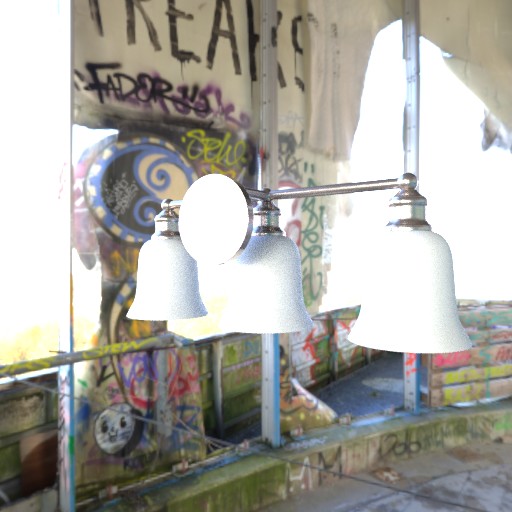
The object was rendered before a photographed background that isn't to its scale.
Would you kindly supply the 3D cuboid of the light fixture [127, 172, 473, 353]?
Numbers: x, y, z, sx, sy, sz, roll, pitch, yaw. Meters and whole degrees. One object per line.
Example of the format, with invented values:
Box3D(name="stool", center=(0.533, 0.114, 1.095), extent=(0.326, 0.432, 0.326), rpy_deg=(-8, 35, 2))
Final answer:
Box3D(name="light fixture", center=(0.000, 0.000, 0.652), extent=(0.570, 0.211, 0.198), rpy_deg=(0, 0, 36))
